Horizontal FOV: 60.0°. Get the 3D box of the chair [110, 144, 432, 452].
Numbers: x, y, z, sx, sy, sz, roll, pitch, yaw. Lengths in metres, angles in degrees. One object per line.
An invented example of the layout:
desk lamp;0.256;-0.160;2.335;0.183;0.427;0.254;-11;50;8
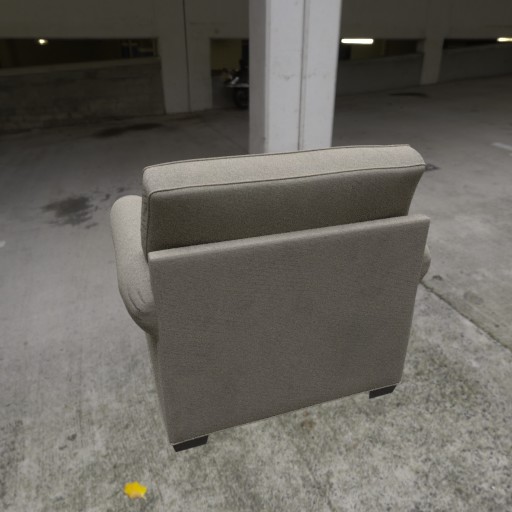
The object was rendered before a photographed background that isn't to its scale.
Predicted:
chair;0.000;0.000;1.903;1.147;1.044;0.939;-9;28;-17
